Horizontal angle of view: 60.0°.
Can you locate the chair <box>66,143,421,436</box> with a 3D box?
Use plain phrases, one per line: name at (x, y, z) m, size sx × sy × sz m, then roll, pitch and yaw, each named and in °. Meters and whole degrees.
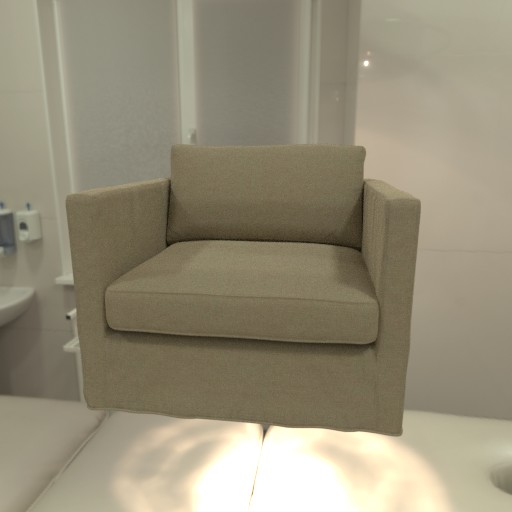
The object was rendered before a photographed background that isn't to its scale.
chair at (0.000, 0.000, 1.740) m, size 1.057 × 0.863 × 0.949 m, roll 2°, pitch 14°, yaw 8°
